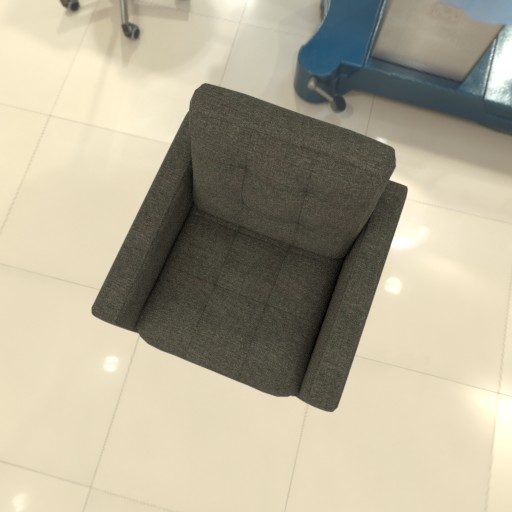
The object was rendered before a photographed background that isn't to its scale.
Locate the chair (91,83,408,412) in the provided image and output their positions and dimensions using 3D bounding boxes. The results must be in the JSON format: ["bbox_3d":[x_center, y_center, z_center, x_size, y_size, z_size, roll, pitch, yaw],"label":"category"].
[{"bbox_3d":[0.000,0.000,1.561,0.821,0.880,0.843,21,76,5],"label":"chair"}]
